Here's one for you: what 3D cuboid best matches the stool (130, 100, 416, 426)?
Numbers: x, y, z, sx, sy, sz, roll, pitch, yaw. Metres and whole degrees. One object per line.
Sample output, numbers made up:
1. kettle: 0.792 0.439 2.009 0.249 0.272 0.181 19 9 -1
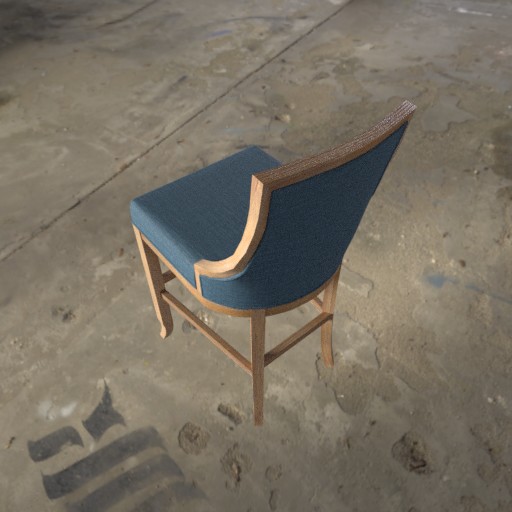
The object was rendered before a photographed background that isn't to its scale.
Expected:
1. stool: 0.000 0.000 1.405 0.524 1.101 0.626 -31 53 -26
